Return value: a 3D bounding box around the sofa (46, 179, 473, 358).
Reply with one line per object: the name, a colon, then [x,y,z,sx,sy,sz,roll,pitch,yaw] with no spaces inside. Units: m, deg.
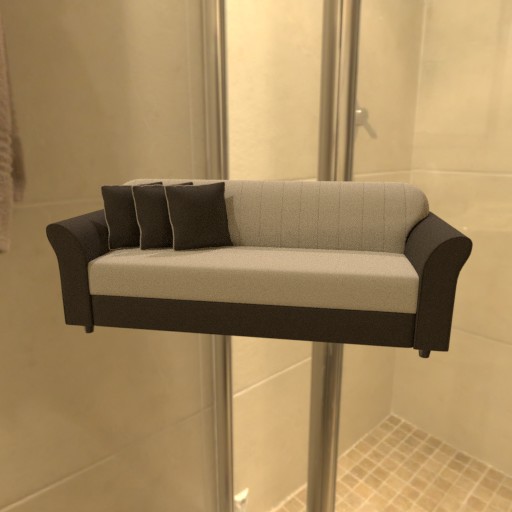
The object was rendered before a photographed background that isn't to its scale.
sofa: [0.000,0.000,2.450,2.001,0.787,0.755,2,14,9]
